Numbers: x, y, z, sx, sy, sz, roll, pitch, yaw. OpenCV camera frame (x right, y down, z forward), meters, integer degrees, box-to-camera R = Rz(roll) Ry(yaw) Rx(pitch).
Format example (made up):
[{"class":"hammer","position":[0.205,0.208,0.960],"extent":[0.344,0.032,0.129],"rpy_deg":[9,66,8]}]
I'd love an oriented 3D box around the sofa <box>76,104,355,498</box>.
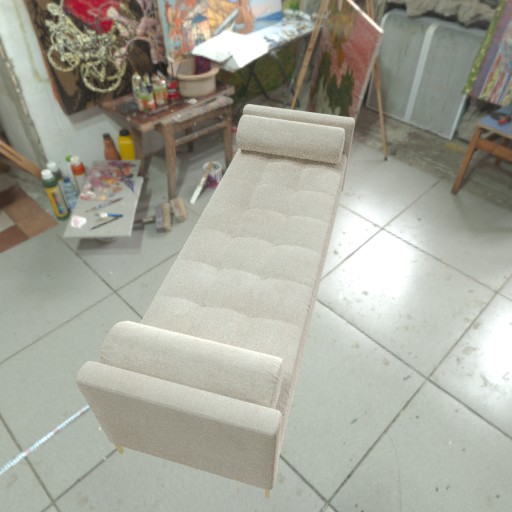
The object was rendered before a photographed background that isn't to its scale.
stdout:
[{"class":"sofa","position":[0.000,0.000,2.251],"extent":[0.686,0.635,1.981],"rpy_deg":[11,46,11]}]
